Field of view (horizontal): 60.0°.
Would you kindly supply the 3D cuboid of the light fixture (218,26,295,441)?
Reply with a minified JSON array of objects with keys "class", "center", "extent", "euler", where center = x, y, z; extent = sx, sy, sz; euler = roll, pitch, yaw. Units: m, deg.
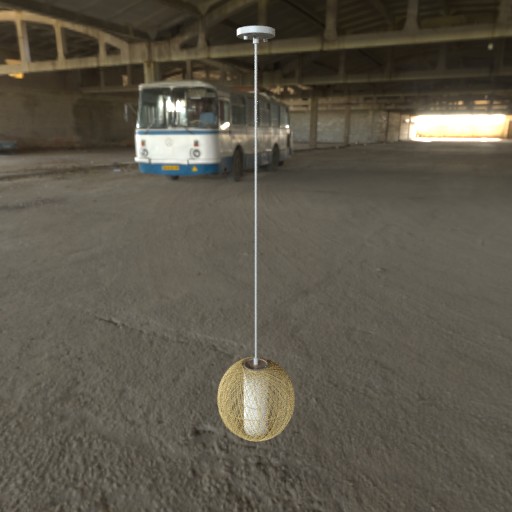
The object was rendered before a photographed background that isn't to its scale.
[{"class":"light fixture","center":[0.000,0.000,2.114],"extent":[0.406,1.955,0.407],"euler":[8,18,25]}]
